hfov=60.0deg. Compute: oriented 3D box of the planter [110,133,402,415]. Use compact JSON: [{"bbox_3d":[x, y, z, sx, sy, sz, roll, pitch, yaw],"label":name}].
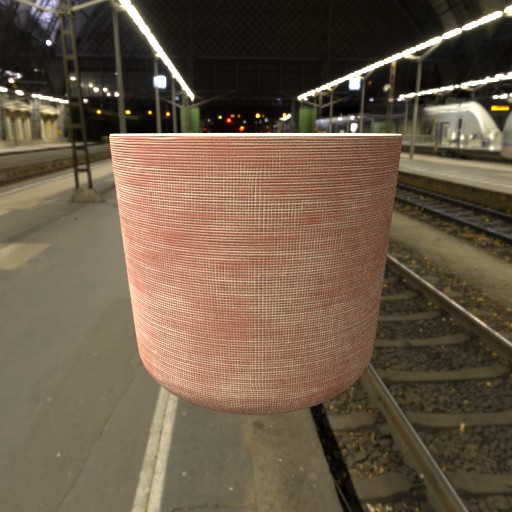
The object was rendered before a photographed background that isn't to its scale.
[{"bbox_3d":[0.000,0.000,0.751,0.440,0.398,0.440,0,16,0],"label":"planter"}]
